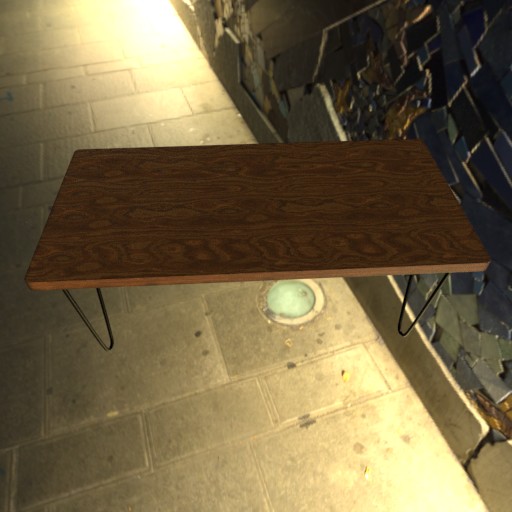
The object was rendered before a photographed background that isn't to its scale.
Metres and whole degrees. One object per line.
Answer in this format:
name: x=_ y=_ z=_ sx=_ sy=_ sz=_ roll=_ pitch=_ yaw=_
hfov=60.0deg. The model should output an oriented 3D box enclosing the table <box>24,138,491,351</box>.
table: x=0.000 y=0.000 z=2.259 sx=1.791 sy=0.753 sz=0.883 roll=-2 pitch=47 yaw=-2
